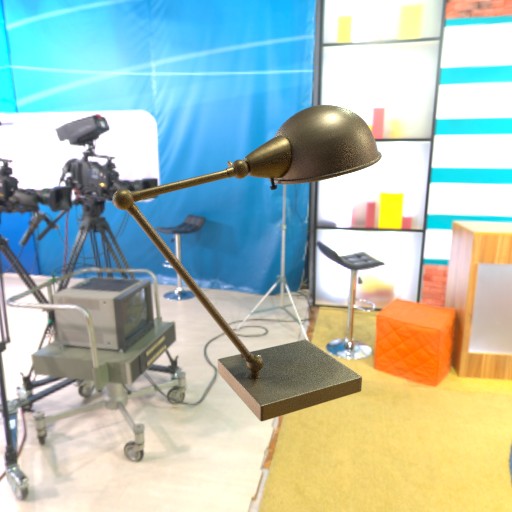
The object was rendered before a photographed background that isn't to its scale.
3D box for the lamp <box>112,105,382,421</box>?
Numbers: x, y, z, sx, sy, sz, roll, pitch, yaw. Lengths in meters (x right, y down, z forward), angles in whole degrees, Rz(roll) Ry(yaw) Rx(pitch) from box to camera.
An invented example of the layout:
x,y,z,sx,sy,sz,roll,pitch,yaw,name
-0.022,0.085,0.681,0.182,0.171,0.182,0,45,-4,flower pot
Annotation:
x,y,z,sx,sy,sz,roll,pitch,yaw,name
0.000,0.000,0.559,0.339,0.371,0.149,-7,15,-26,lamp
